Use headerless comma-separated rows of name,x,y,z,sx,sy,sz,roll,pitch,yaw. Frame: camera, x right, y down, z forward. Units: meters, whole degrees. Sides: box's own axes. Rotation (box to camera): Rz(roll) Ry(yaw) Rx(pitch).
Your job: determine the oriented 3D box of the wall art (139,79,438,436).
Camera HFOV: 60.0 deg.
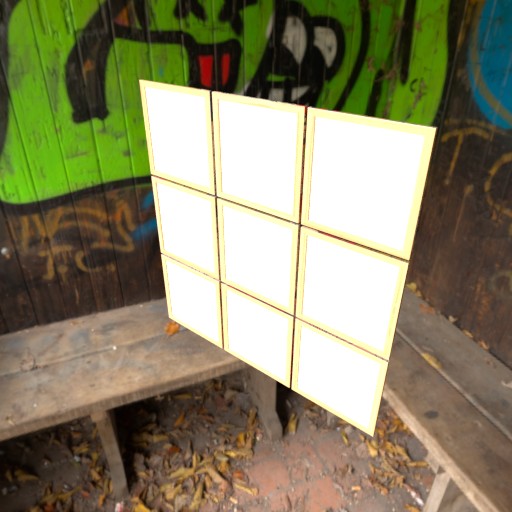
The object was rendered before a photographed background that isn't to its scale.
wall art,0.000,0.000,1.785,1.206,1.218,0.013,22,37,33
